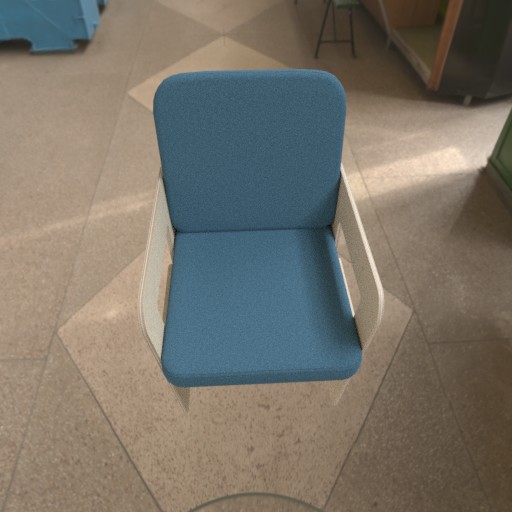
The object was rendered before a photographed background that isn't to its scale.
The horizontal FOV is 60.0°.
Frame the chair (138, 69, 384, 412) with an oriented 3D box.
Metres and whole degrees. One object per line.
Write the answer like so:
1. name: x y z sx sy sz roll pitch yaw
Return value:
1. chair: 0.000 0.000 1.185 0.547 0.747 0.657 -2 46 -2
